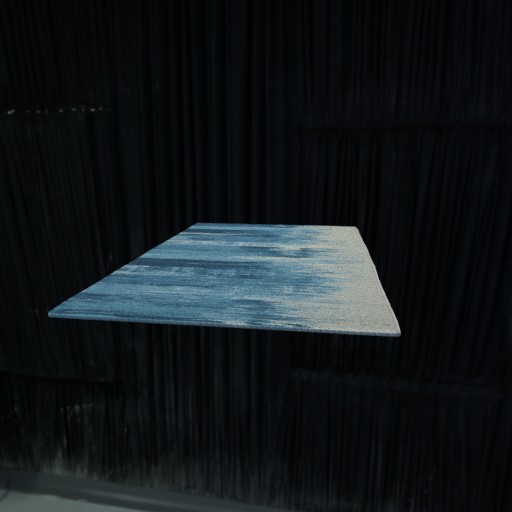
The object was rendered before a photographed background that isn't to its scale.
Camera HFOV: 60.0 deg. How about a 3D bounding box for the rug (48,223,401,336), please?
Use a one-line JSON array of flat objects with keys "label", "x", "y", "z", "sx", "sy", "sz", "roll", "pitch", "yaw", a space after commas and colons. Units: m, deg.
[{"label": "rug", "x": 0.000, "y": 0.000, "z": 3.022, "sx": 1.540, "sy": 0.027, "sz": 2.450, "roll": 2, "pitch": 14, "yaw": 8}]
